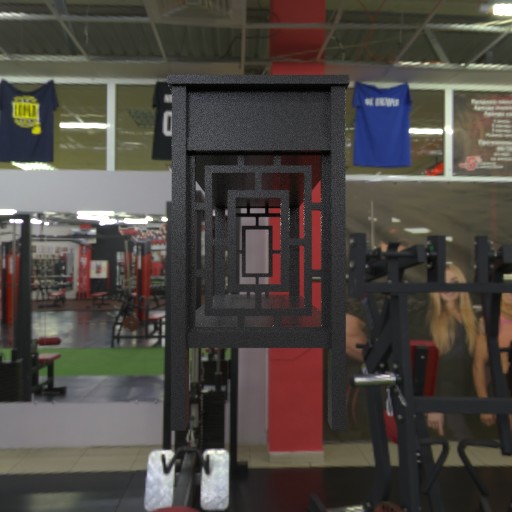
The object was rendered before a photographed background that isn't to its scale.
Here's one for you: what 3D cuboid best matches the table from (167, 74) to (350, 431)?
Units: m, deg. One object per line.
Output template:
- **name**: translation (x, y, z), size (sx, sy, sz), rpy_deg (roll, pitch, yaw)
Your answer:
- **table**: translation (0.000, 0.000, 1.466), size (0.397, 0.753, 1.068), rpy_deg (0, -1, 0)
